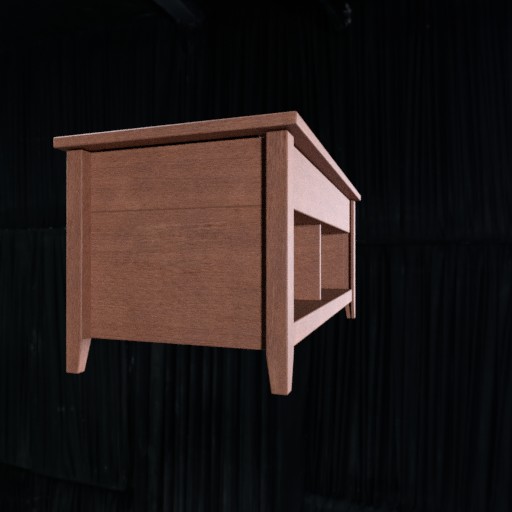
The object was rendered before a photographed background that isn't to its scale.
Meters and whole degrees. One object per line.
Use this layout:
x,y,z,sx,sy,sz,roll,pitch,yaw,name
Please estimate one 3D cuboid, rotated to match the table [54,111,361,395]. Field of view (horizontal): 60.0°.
0.000,0.000,1.260,0.483,0.457,1.016,0,0,19,table
